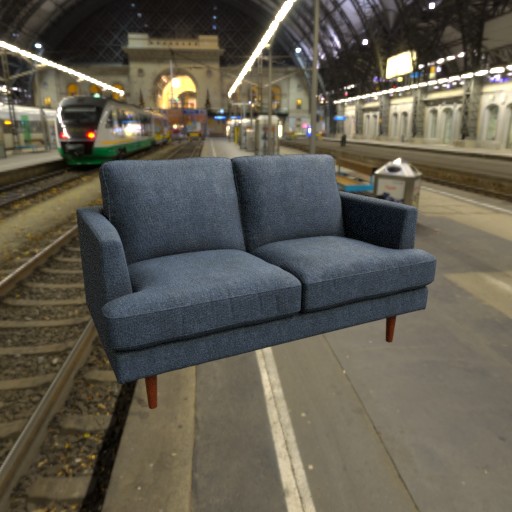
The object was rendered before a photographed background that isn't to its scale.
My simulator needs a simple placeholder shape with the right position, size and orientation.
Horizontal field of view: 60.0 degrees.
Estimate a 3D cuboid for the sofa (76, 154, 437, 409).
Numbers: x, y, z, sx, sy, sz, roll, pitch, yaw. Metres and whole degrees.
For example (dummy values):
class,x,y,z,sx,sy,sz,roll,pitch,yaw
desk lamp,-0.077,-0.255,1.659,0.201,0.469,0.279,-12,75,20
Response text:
class,x,y,z,sx,sy,sz,roll,pitch,yaw
sofa,0.000,0.000,2.204,1.582,0.944,0.903,-8,18,-26
